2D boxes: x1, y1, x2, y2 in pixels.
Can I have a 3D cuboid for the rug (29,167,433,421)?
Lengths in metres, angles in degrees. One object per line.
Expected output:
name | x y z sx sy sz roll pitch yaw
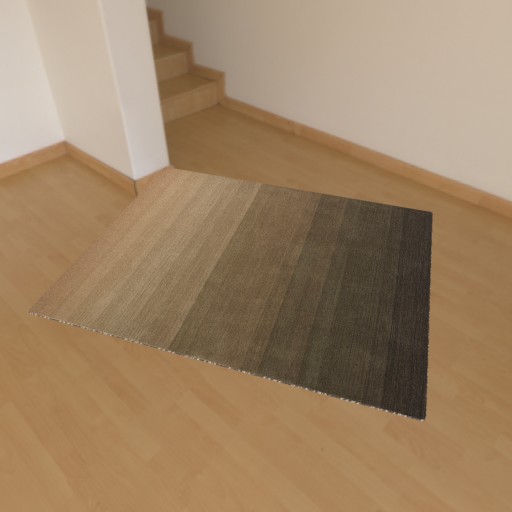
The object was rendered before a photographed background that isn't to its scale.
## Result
rug | 0.000 0.000 3.845 2.902 0.017 2.306 12 42 13
